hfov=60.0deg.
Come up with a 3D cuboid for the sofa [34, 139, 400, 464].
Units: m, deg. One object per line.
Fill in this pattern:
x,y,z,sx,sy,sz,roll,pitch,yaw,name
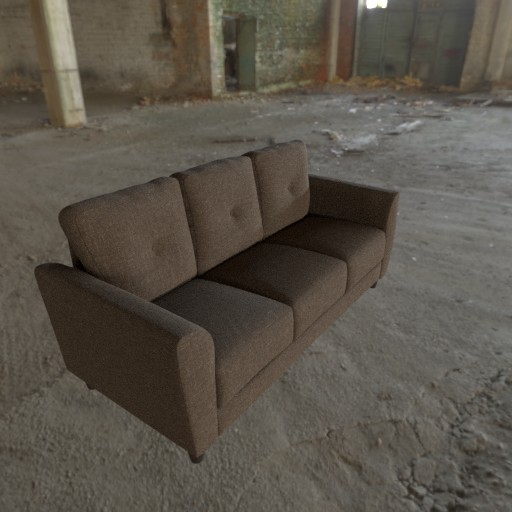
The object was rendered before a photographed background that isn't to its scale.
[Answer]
0.000,0.000,2.267,0.837,0.891,1.847,18,31,32,sofa
